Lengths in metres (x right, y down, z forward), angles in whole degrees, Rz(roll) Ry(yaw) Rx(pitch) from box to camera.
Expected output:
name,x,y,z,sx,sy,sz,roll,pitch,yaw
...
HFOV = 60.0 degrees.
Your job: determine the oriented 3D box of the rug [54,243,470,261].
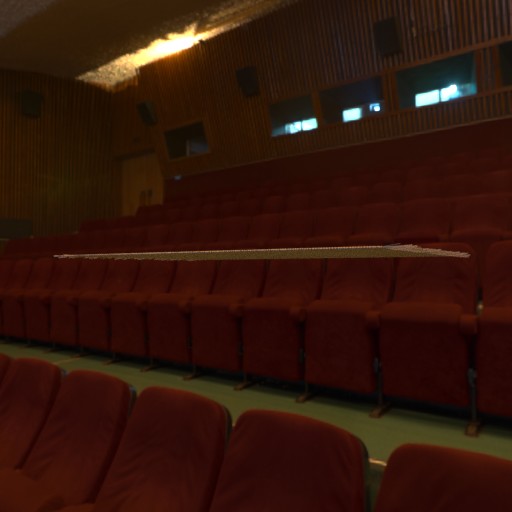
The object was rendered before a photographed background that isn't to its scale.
name,x,y,z,sx,sy,sz,roll,pitch,yaw
rug,0.000,0.000,2.484,2.021,0.027,1.224,-1,-2,35
